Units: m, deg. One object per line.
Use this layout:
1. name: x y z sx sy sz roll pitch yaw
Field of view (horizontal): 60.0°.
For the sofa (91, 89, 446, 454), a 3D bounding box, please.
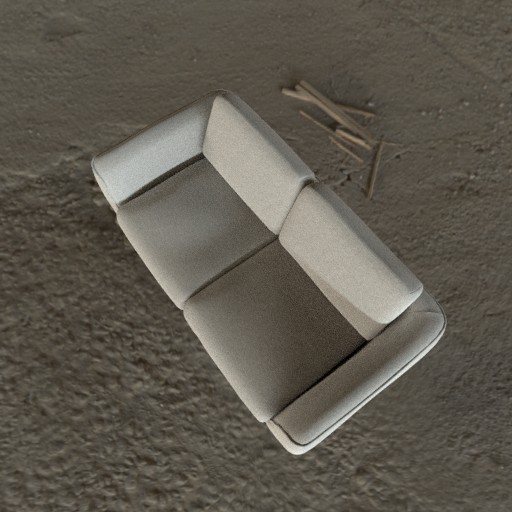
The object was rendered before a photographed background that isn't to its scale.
1. sofa: 0.000 0.000 2.202 0.920 0.850 1.700 -34 69 -15
